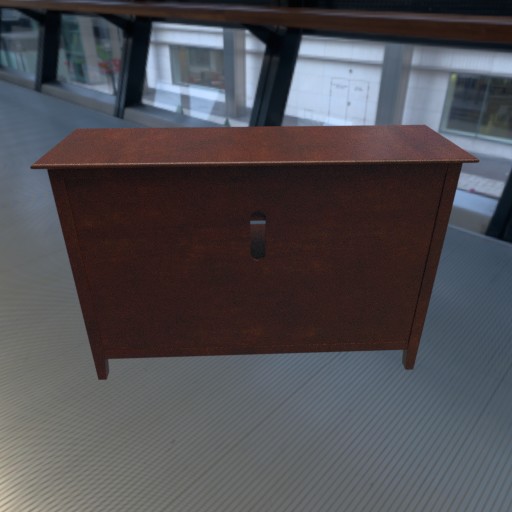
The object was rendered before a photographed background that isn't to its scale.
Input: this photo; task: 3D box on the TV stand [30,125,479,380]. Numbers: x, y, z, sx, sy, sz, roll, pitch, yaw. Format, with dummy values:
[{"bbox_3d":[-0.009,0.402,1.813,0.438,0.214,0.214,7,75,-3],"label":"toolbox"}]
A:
[{"bbox_3d":[0.000,0.000,1.768,1.372,0.915,0.445,-1,30,-2],"label":"TV stand"}]
